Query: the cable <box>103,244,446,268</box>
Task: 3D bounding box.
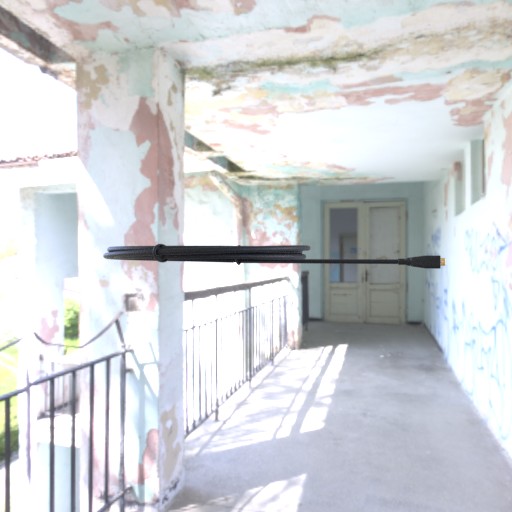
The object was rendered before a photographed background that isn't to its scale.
[{"bbox_3d":[0.000,0.000,0.510,0.422,0.030,0.257,0,0,17],"label":"cable"}]
